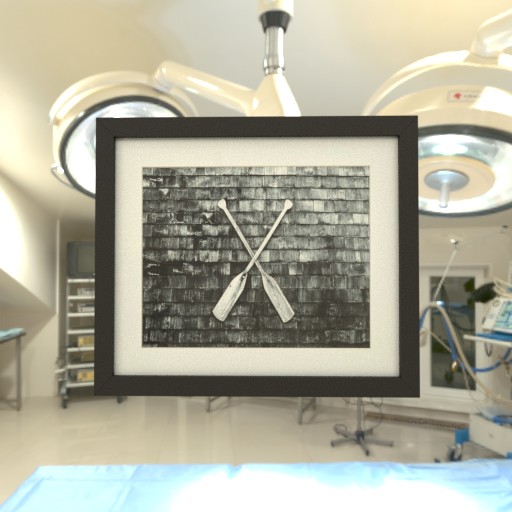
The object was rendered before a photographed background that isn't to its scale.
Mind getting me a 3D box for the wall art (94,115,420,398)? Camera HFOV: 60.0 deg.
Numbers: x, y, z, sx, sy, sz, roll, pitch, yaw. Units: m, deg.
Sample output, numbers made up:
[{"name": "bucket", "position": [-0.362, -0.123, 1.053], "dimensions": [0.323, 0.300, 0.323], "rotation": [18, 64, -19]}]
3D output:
[{"name": "wall art", "position": [0.000, 0.000, 0.536], "dimensions": [0.381, 0.330, 0.029], "rotation": [0, -1, 1]}]
